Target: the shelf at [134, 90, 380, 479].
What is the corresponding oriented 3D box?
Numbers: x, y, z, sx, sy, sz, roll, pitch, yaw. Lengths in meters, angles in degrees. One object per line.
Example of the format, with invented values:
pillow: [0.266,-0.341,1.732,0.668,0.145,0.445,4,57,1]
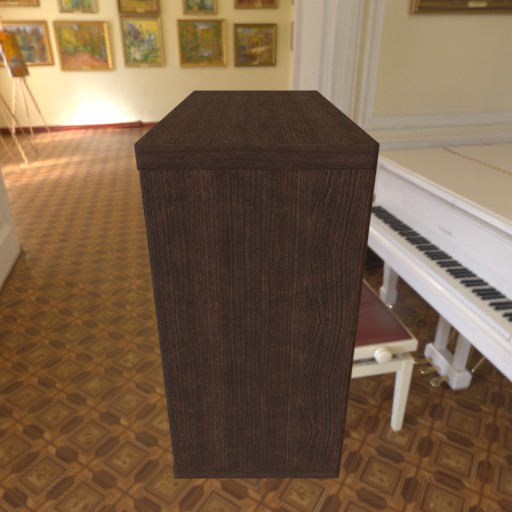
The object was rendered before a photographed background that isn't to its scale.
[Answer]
shelf: [0.000,0.000,1.231,0.390,0.786,0.790,0,26,0]
